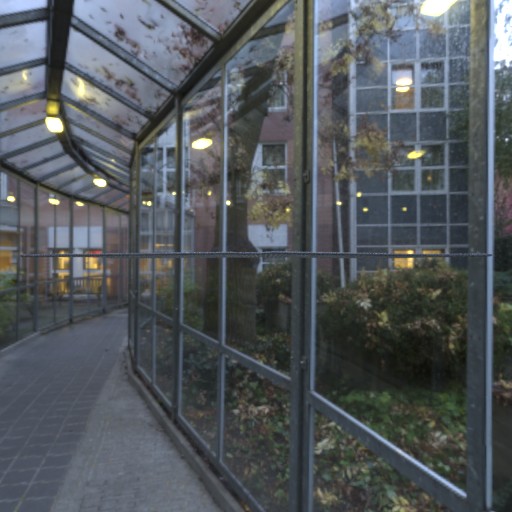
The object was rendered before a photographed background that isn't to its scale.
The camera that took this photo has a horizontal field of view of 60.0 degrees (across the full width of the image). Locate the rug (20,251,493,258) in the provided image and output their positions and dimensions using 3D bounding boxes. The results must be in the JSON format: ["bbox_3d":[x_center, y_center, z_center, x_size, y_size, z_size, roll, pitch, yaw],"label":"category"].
[{"bbox_3d":[0.000,0.000,2.238,1.789,0.021,1.159,0,-1,1],"label":"rug"}]
